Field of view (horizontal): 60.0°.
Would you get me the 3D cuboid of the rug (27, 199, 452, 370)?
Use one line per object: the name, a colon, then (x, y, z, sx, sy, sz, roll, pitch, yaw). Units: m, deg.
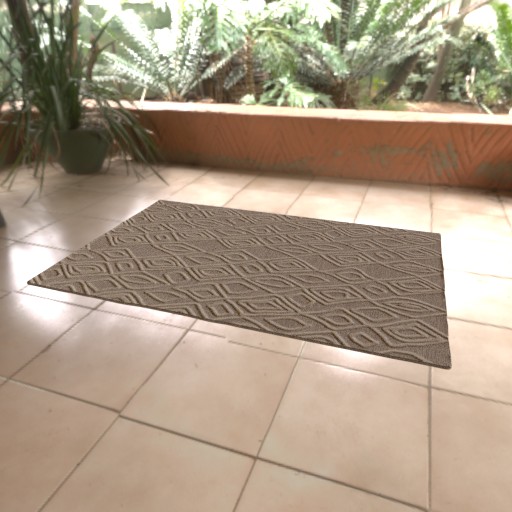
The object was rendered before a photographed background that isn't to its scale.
rug: (0.000, 0.000, 2.294, 1.832, 0.016, 1.224, 9, 28, 17)
